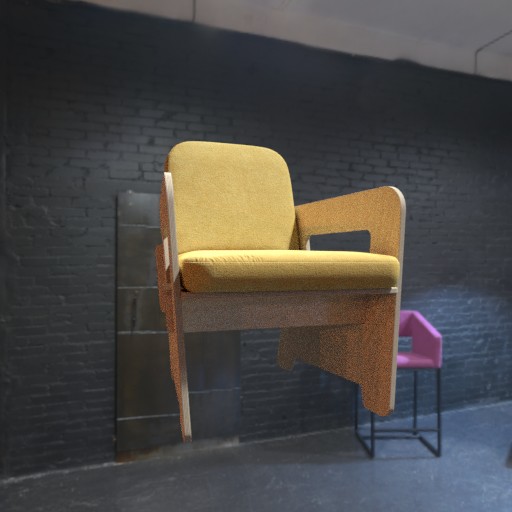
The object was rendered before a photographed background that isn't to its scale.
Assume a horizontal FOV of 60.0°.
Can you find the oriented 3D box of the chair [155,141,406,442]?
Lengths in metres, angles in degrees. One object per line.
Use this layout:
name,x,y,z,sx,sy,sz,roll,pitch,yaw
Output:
chair,0.000,0.000,1.284,0.590,0.800,0.710,0,-1,-19
